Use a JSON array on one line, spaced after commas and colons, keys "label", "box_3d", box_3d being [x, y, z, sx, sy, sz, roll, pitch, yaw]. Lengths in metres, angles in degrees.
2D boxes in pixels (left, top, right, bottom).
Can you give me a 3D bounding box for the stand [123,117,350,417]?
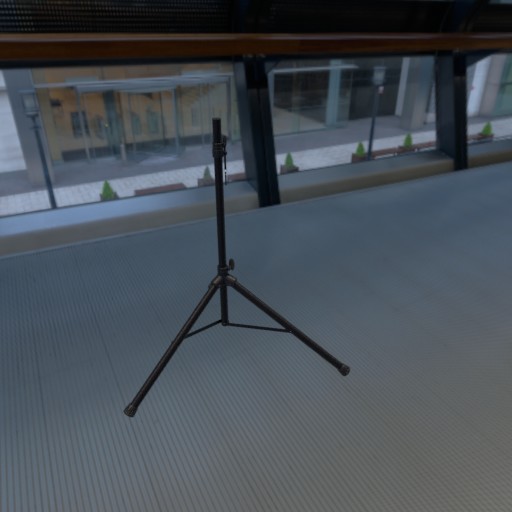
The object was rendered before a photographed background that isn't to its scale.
[{"label": "stand", "box_3d": [0.000, 0.000, 1.904, 0.907, 1.136, 1.045, 8, 30, 15]}]
